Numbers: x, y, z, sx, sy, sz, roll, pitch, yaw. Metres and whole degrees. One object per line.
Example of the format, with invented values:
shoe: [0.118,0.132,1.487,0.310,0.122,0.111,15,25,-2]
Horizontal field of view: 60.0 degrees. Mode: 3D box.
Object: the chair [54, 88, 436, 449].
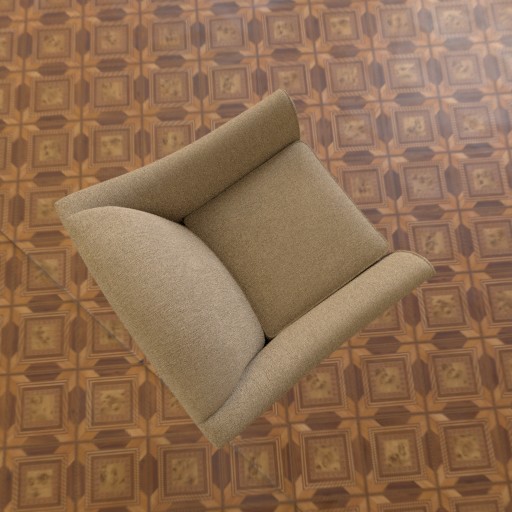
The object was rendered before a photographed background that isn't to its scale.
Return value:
chair: [0.000,0.000,1.431,0.787,0.839,0.763,-36,80,-8]
